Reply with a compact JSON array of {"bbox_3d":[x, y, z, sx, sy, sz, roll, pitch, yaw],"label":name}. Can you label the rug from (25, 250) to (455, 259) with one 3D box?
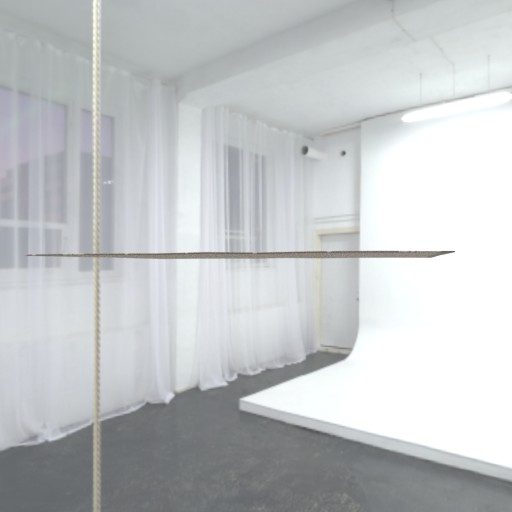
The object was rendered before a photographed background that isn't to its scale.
[{"bbox_3d":[0.000,0.000,4.445,3.419,0.020,2.441,0,-1,18],"label":"rug"}]
